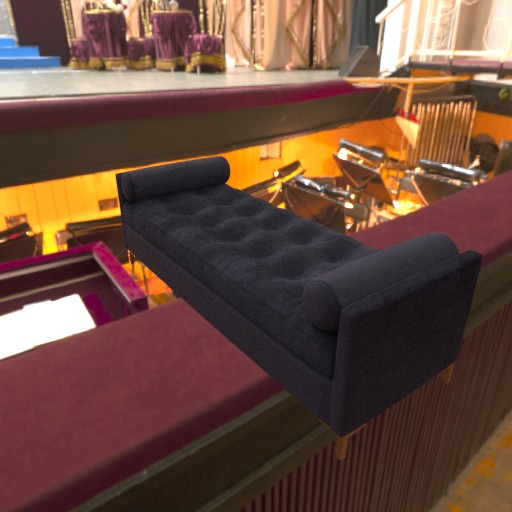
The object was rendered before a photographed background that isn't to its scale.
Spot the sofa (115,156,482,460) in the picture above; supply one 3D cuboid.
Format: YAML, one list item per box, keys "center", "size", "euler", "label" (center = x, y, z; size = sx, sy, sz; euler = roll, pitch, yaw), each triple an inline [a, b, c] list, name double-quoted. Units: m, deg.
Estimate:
- center: [0.000, 0.000, 2.466]
  size: [0.796, 0.705, 2.102]
  euler: [-18, 31, -32]
  label: "sofa"
